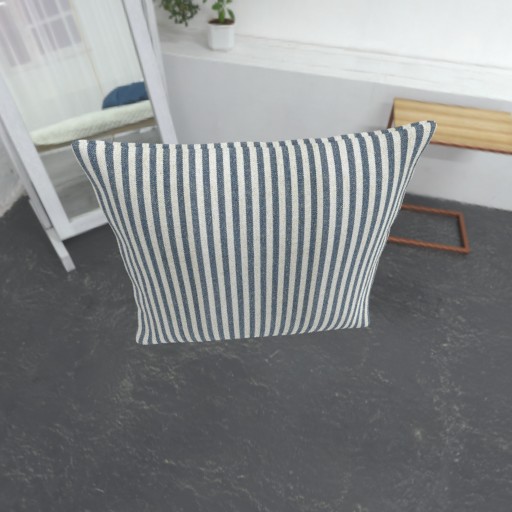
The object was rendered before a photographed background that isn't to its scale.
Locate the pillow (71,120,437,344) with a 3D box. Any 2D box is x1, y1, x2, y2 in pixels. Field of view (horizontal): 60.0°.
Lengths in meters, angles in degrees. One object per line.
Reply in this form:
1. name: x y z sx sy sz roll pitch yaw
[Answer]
1. pillow: 0.000 0.000 0.805 0.523 0.510 0.166 -4 48 -4
